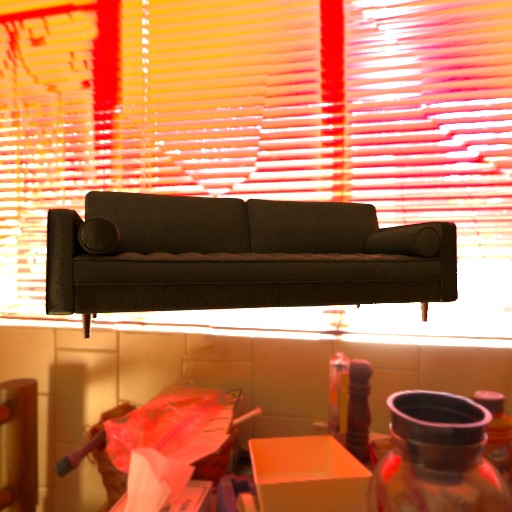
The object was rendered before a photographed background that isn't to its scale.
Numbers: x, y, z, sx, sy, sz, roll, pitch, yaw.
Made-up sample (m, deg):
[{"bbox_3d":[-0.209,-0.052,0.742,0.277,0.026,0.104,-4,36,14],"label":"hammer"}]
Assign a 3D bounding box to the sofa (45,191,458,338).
[{"bbox_3d":[0.000,0.000,2.656,2.199,0.769,0.918,0,-1,-17],"label":"sofa"}]
